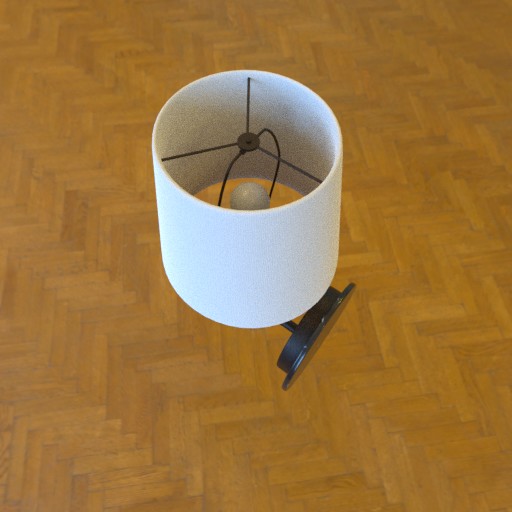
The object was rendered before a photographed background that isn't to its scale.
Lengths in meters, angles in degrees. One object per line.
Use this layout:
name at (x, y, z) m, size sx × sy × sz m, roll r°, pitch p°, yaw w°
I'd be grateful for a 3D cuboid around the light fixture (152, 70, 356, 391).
light fixture at (0.000, 0.000, 0.445) m, size 0.188 × 0.337 × 0.168 m, roll 33°, pitch 67°, yaw 16°
